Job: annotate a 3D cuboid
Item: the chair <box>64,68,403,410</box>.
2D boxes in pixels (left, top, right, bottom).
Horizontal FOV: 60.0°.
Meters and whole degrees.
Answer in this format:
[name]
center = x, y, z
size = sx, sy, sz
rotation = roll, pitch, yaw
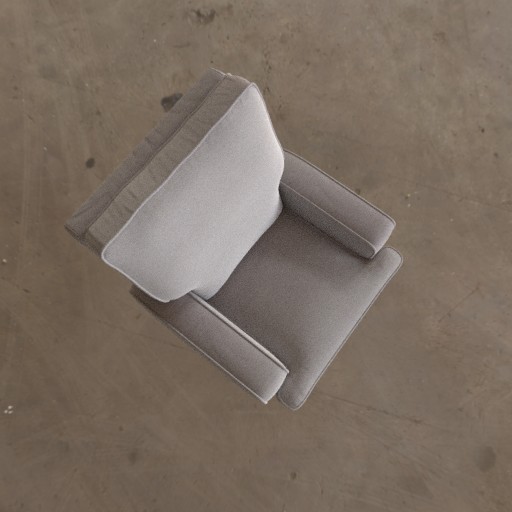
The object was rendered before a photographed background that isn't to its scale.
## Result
[chair]
center = 0.000, 0.000, 1.733
size = 0.969, 0.964, 0.861
rotation = 37, 78, 9
